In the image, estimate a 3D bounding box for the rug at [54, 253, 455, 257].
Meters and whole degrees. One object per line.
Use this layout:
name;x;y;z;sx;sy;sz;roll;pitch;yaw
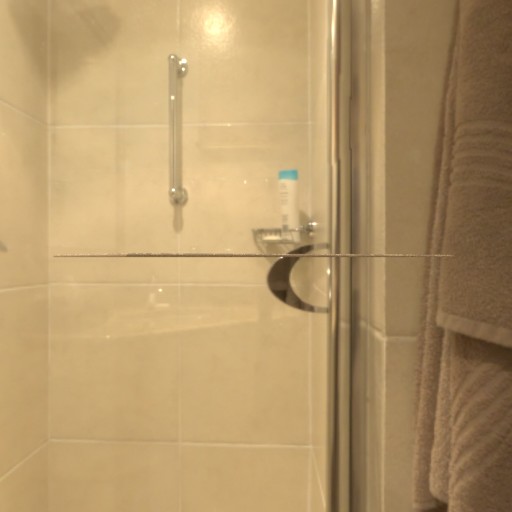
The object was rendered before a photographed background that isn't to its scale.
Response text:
rug;0.000;0.000;3.630;2.746;0.018;1.819;0;0;-35
